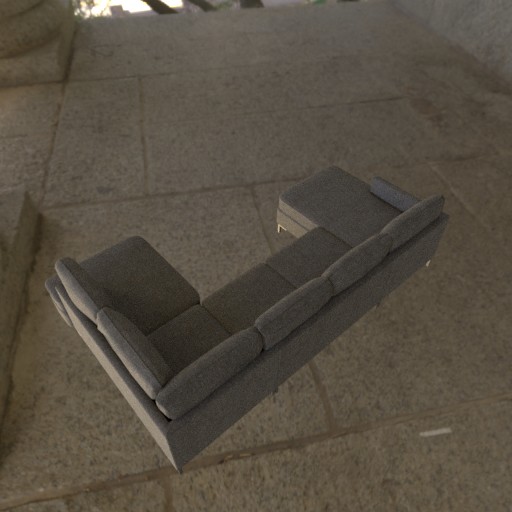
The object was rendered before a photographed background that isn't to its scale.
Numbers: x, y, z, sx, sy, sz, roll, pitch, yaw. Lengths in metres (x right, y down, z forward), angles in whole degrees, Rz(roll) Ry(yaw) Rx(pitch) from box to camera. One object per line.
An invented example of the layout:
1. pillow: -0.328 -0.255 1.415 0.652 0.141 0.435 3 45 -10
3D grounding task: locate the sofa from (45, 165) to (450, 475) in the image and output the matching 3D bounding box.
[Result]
1. sofa: 0.000 0.000 4.331 3.423 0.999 2.048 -32 54 -27
